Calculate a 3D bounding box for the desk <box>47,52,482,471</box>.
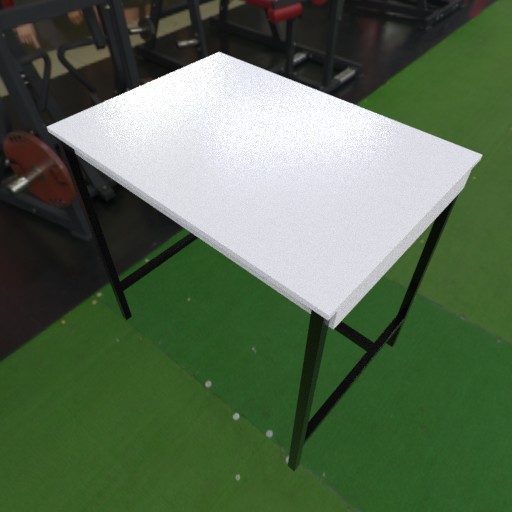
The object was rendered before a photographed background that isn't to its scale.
[{"bbox_3d":[0.000,0.000,1.283,0.811,0.766,0.573,33,55,27],"label":"desk"}]
